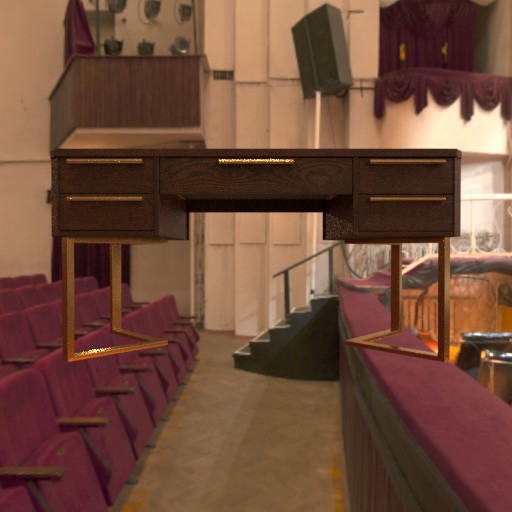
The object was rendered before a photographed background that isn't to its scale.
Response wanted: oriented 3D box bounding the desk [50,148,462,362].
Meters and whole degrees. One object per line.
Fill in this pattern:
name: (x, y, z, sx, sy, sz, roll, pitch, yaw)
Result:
desk: (0.000, 0.000, 1.879, 1.479, 0.762, 0.684, 0, 1, 0)
